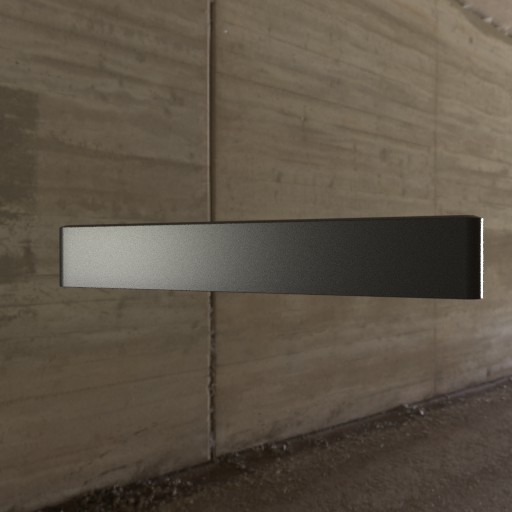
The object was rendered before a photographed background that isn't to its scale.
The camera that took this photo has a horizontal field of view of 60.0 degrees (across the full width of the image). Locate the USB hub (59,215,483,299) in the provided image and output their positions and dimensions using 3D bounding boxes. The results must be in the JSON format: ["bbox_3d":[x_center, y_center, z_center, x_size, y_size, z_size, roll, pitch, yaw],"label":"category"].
[{"bbox_3d":[0.000,0.000,0.163,0.145,0.023,0.044,0,0,19],"label":"USB hub"}]
